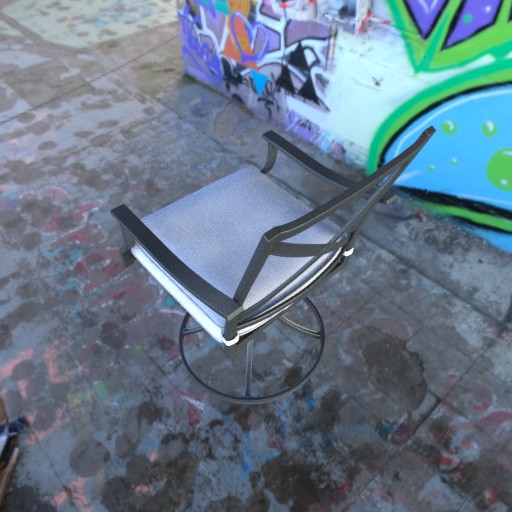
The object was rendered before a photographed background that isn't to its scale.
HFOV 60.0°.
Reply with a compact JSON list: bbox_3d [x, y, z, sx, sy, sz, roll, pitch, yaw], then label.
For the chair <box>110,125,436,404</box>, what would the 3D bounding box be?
[{"bbox_3d":[0.000,0.000,1.282,0.575,0.889,0.620,-34,55,-28],"label":"chair"}]
